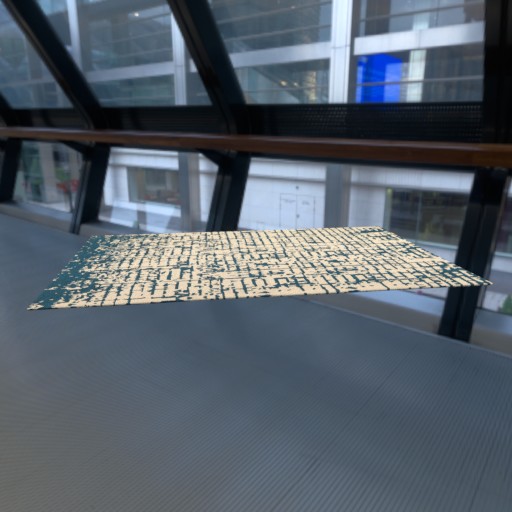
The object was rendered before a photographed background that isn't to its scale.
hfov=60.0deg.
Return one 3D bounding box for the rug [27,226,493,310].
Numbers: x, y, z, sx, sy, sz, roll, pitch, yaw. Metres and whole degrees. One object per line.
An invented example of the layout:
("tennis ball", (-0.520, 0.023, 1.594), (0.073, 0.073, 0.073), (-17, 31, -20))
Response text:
("rug", (0.000, 0.000, 3.004), (2.435, 0.011, 1.517), (-2, 16, -8))
